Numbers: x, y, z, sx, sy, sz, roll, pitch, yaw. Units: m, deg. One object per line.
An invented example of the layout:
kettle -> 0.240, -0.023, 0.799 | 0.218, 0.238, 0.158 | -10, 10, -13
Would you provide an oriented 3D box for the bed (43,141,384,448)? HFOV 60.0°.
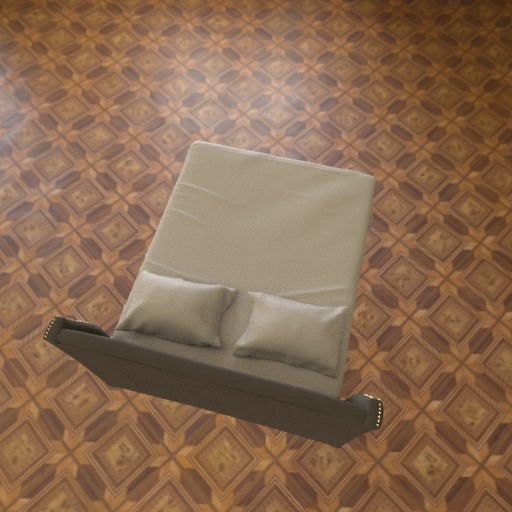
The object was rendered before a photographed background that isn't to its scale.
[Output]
bed -> 0.000, 0.000, 3.438 | 1.925, 1.332, 2.276 | 13, 64, 7
